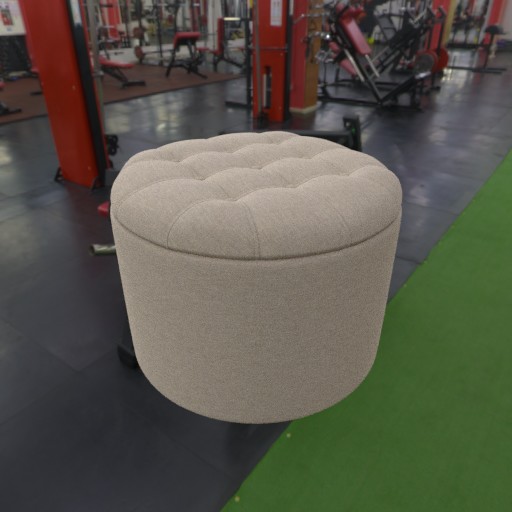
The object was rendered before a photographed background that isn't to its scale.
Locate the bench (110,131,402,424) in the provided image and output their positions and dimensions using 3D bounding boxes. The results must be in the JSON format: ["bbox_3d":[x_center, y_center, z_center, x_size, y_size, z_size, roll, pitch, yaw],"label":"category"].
[{"bbox_3d":[0.000,0.000,1.018,0.600,0.454,0.600,0,30,0],"label":"bench"}]
